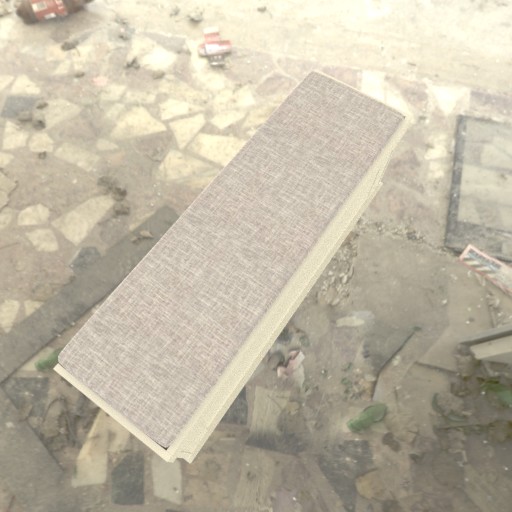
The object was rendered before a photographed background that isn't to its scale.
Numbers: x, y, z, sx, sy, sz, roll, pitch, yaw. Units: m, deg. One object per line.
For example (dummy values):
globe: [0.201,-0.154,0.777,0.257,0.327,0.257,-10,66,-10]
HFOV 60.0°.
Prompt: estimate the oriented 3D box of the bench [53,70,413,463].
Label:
bench: [0.000,0.000,1.405,0.363,0.453,1.196,32,69,14]
